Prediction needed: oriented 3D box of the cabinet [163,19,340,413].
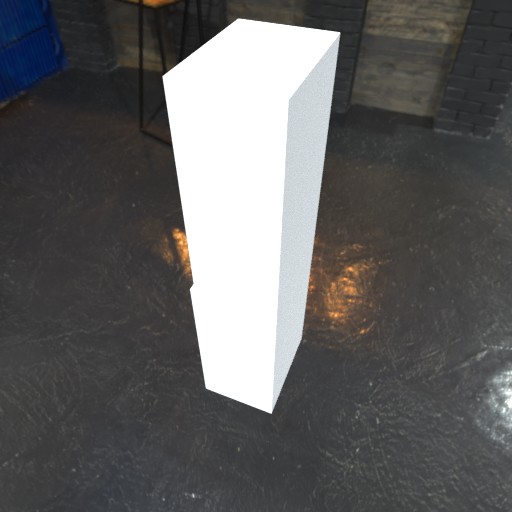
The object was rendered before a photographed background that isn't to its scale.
[{"bbox_3d":[0.000,0.000,1.514,0.300,1.350,0.400,16,47,15],"label":"cabinet"}]
